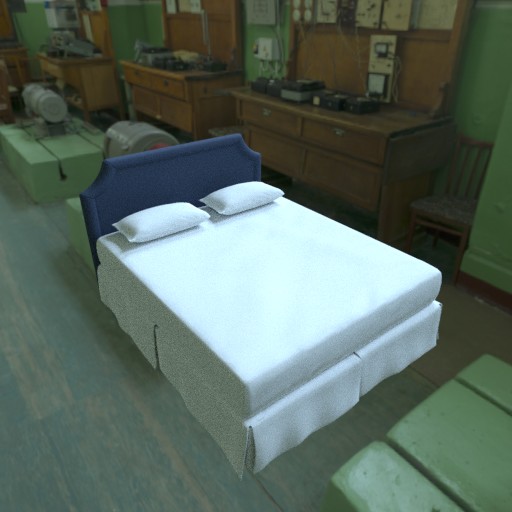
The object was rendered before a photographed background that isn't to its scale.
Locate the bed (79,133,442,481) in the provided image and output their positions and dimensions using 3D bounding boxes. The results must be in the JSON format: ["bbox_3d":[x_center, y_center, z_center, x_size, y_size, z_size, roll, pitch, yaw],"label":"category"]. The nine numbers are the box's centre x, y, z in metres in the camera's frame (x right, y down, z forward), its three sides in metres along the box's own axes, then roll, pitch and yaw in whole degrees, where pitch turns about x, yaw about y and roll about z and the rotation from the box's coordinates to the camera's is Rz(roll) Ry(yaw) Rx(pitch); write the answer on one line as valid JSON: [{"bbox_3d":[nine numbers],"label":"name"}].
[{"bbox_3d":[0.000,0.000,4.157,2.350,1.488,2.773,-21,36,-32],"label":"bed"}]
